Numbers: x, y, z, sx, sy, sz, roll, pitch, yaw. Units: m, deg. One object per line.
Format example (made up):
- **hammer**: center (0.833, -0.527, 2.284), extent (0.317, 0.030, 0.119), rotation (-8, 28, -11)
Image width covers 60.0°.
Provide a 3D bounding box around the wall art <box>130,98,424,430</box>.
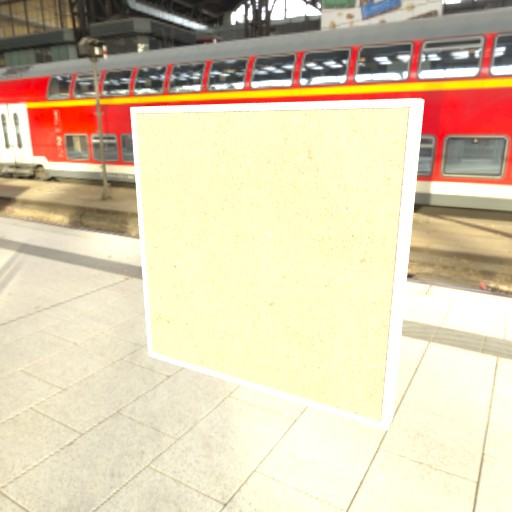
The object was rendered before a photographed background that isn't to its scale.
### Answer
- **wall art**: center (0.000, 0.000, 0.782), extent (0.508, 0.508, 0.038), rotation (9, 18, 28)
